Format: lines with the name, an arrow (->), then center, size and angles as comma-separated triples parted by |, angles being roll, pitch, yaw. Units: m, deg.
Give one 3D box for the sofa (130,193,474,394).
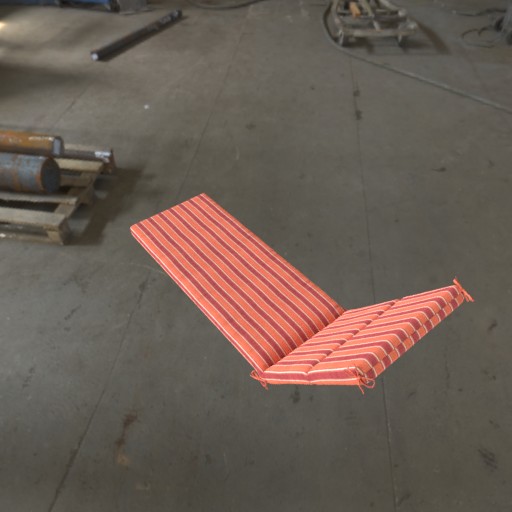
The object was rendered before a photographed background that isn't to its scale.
sofa -> 0.000, 0.000, 2.004 | 0.582, 0.622, 1.663 | -30, 52, -27
